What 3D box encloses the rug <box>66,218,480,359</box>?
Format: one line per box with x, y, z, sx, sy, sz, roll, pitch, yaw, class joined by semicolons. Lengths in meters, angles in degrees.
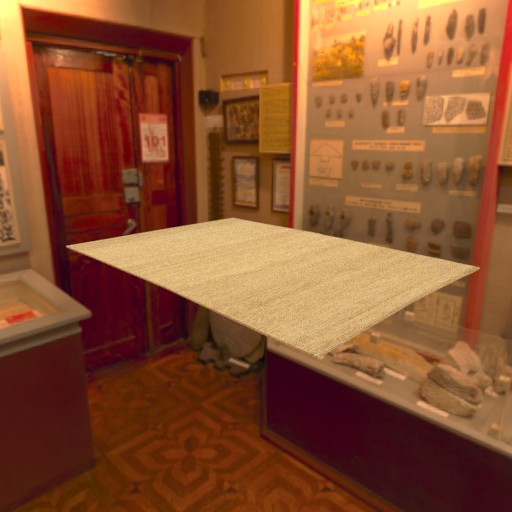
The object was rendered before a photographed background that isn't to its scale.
0.000;0.000;2.927;1.596;0.030;2.283;-14;21;-42;rug
